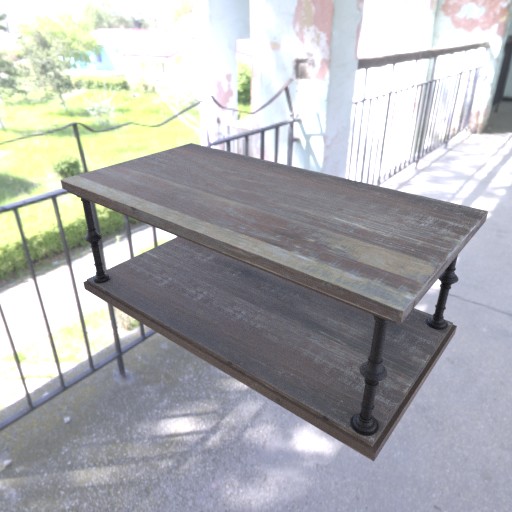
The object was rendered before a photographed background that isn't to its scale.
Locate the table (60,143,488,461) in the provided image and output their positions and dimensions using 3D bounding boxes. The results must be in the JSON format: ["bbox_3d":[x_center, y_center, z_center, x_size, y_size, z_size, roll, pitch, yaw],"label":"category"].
[{"bbox_3d":[0.000,0.000,1.344,1.088,0.399,0.554,21,35,33],"label":"table"}]
